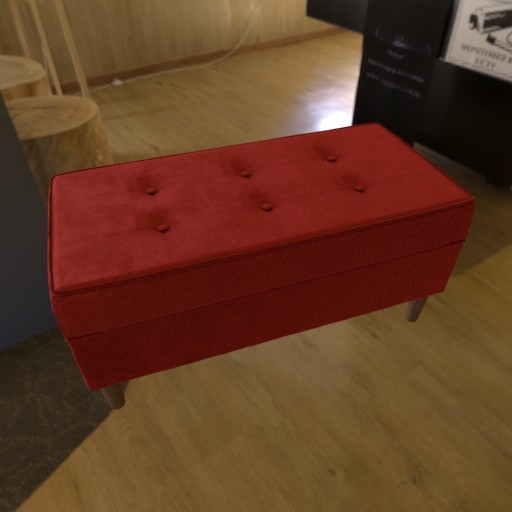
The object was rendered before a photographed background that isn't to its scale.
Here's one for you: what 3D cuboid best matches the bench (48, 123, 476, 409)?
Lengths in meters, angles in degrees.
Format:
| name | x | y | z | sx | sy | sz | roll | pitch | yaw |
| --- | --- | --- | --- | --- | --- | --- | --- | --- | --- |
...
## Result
| name | x | y | z | sx | sy | sz | roll | pitch | yaw |
| --- | --- | --- | --- | --- | --- | --- | --- | --- | --- |
| bench | 0.000 | 0.000 | 1.276 | 1.016 | 0.471 | 0.492 | -13 | 43 | -14 |
